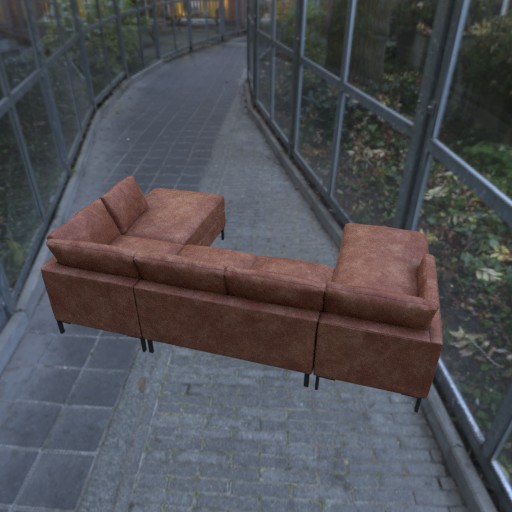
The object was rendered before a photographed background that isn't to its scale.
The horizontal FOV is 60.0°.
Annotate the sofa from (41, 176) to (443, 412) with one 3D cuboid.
[{"bbox_3d":[0.000,0.000,3.919,2.956,0.900,1.939,9,33,14],"label":"sofa"}]
